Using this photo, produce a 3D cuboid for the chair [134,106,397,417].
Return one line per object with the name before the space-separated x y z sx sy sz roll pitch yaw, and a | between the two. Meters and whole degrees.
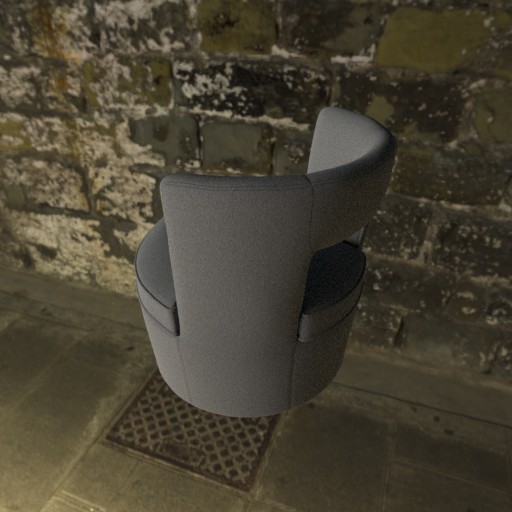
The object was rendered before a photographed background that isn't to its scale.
chair | 0.000 0.000 1.262 0.660 0.719 0.689 20 37 29
